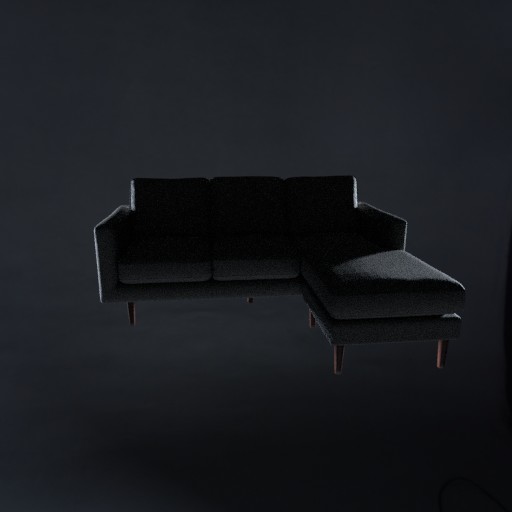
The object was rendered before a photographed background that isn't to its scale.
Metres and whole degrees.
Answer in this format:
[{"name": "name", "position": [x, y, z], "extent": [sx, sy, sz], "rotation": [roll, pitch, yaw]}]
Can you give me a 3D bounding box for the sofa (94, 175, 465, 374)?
[{"name": "sofa", "position": [0.000, 0.000, 2.981], "extent": [2.055, 0.957, 1.667], "rotation": [-2, 15, -6]}]
